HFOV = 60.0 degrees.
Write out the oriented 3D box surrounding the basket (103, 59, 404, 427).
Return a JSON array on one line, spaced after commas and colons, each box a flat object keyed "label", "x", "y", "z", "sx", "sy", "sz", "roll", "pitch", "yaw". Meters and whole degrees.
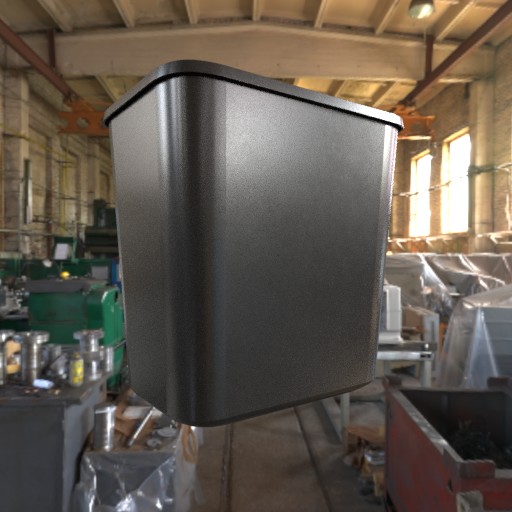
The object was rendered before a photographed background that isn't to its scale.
[{"label": "basket", "x": 0.000, "y": 0.000, "z": 0.501, "sx": 0.300, "sy": 0.307, "sz": 0.211, "roll": 0, "pitch": 0, "yaw": -36}]
